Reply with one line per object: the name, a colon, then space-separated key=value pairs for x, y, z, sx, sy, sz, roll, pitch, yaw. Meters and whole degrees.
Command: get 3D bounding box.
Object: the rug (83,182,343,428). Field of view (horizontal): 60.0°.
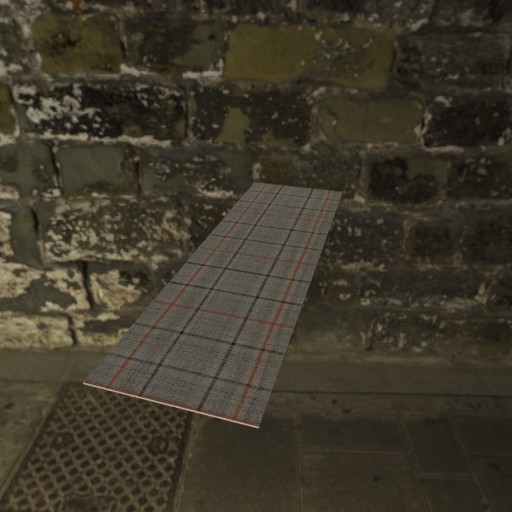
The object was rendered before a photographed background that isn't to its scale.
rug: x=0.000 y=0.000 z=2.754 sx=0.762 sy=0.008 sz=2.439 roll=9 pitch=31 yaw=15
